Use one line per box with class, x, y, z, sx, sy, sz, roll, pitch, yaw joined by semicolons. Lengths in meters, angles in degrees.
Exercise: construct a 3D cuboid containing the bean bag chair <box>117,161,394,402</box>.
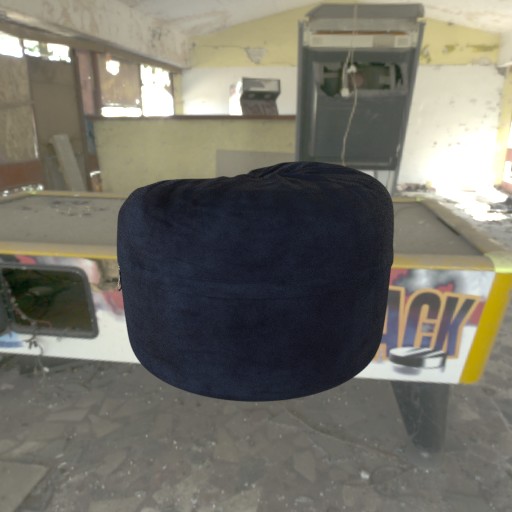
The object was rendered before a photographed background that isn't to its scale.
bean bag chair;0.000;0.000;1.545;0.918;0.616;0.918;0;17;0
